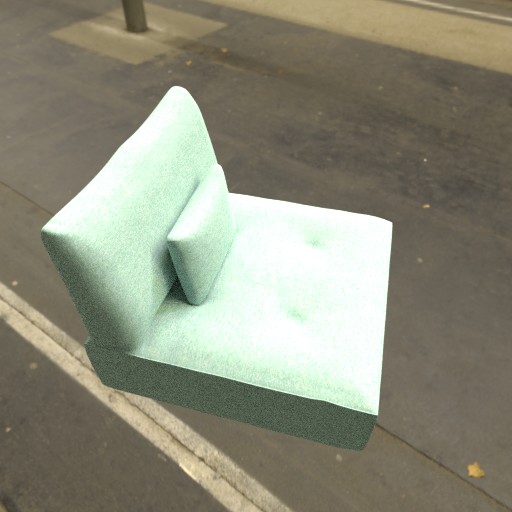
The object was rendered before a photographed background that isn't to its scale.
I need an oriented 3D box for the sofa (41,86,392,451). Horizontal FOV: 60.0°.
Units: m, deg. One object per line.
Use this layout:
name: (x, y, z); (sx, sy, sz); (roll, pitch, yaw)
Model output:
sofa: (0.000, 0.000, 1.647); (1.000, 0.820, 0.930); (11, 46, 11)
